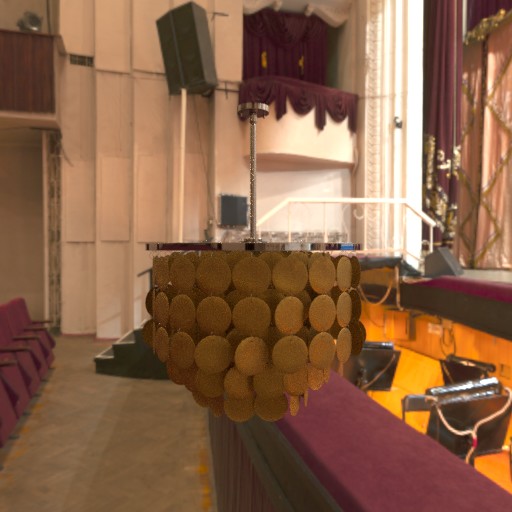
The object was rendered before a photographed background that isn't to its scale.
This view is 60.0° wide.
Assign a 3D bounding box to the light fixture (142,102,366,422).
[{"bbox_3d":[0.000,0.000,0.743,0.368,0.492,0.368,0,1,0],"label":"light fixture"}]
